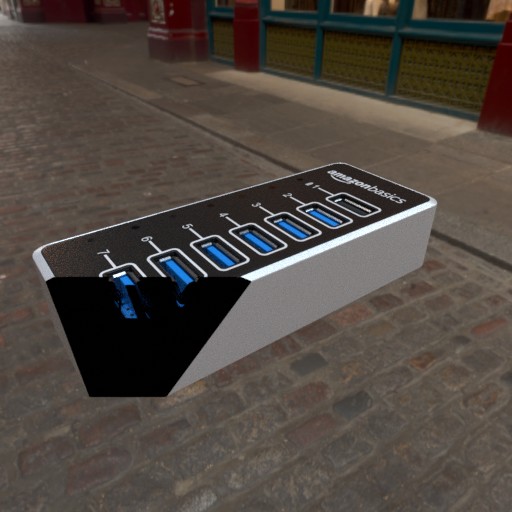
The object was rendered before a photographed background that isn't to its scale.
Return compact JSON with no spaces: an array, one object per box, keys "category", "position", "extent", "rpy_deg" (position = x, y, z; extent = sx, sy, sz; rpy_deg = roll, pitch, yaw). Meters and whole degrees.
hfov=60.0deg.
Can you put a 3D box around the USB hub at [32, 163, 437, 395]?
[{"category":"USB hub","position":[0.000,0.000,0.129],"extent":[0.110,0.023,0.044],"rpy_deg":[-21,38,-30]}]
